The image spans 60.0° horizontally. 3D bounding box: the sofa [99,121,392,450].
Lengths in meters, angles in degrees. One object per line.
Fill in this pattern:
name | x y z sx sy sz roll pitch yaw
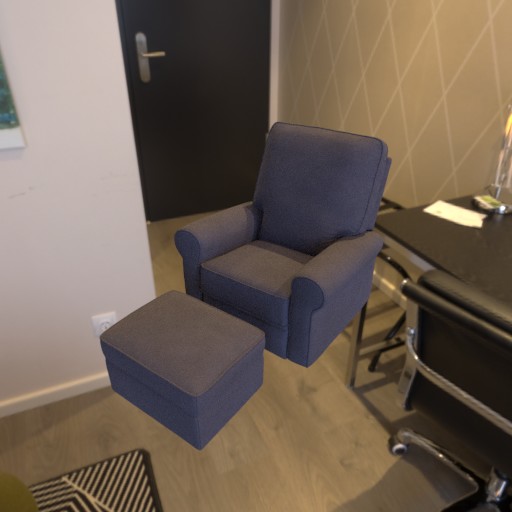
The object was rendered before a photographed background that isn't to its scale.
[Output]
sofa | 0.000 0.000 2.114 0.880 0.959 1.478 20 36 30
